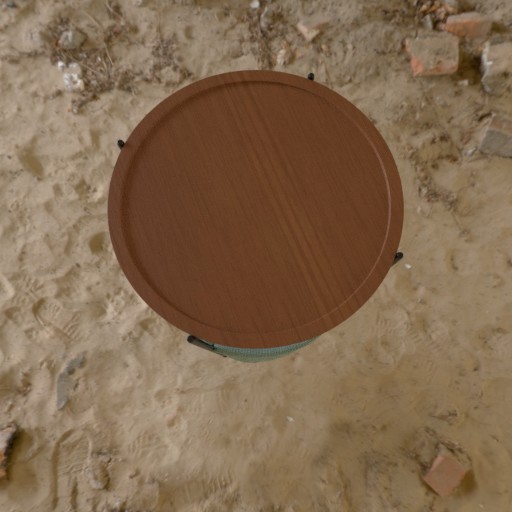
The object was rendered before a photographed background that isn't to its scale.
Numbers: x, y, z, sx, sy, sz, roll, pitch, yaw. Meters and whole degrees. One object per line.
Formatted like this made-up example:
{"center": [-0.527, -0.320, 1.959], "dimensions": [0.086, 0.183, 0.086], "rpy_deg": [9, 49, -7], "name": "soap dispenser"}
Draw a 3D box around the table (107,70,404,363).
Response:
{"center": [0.000, 0.000, 0.875], "dimensions": [0.400, 0.623, 0.400], "rpy_deg": [-21, 77, -5], "name": "table"}
